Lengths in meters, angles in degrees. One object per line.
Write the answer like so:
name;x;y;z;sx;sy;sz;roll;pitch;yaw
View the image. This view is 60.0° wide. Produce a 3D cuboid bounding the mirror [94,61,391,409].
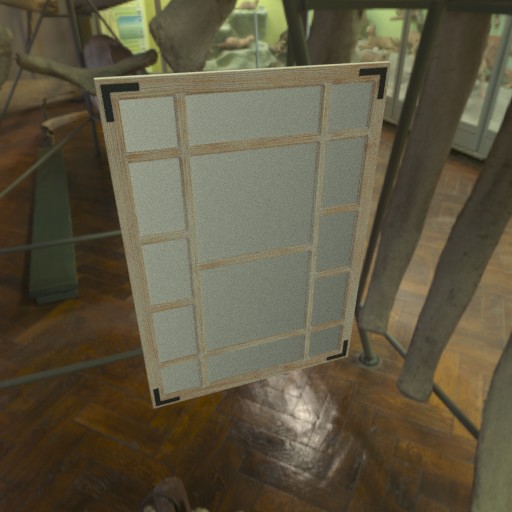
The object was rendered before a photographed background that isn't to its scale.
mirror;0.000;0.000;1.267;0.705;0.996;0.025;-10;33;-16
